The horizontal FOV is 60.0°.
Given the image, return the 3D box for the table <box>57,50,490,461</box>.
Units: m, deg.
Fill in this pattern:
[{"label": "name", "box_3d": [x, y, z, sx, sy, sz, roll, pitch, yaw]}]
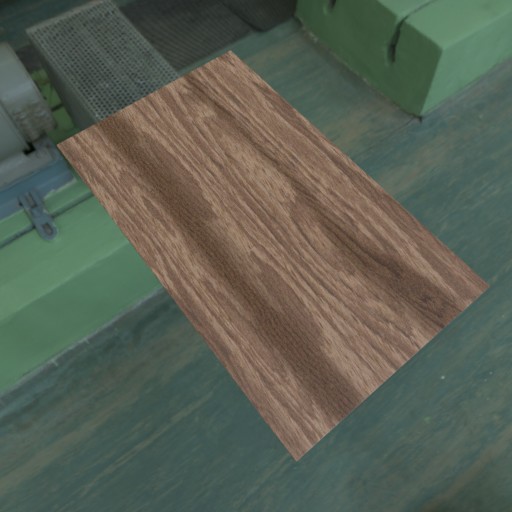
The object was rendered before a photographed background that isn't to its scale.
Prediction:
[{"label": "table", "box_3d": [0.000, 0.000, 1.833, 0.801, 0.724, 1.349, -36, 69, -16]}]
